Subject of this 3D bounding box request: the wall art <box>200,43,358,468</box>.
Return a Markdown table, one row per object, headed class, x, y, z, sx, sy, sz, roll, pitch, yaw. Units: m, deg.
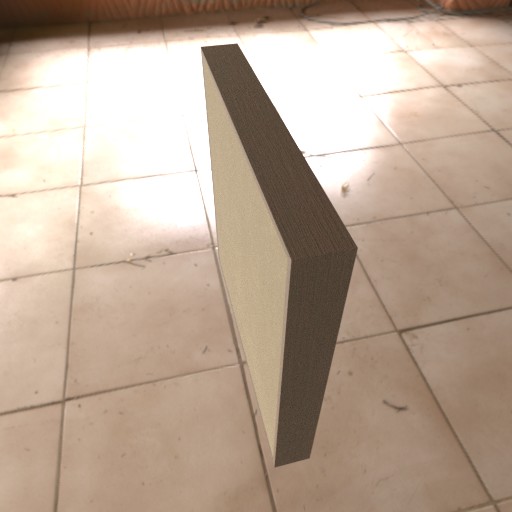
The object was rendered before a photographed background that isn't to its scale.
| class | x | y | z | sx | sy | sz | roll | pitch | yaw |
| --- | --- | --- | --- | --- | --- | --- | --- | --- | --- |
| wall art | 0.000 | 0.000 | 0.449 | 0.038 | 0.303 | 0.304 | -10 | 46 | -10 |
